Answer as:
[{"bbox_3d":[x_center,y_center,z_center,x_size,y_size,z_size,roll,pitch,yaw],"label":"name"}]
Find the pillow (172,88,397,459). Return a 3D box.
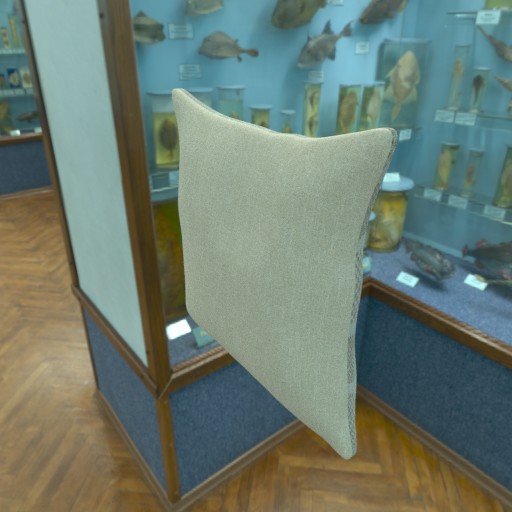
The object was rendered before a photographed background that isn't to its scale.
[{"bbox_3d":[0.000,0.000,0.654,0.138,0.432,0.436,-18,32,-31],"label":"pillow"}]
